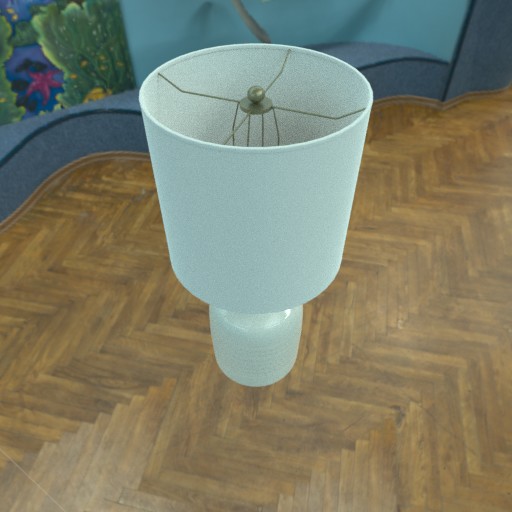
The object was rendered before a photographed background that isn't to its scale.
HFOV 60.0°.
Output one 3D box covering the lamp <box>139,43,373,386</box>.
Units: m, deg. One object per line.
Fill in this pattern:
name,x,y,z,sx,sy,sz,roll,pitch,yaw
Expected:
lamp,0.000,0.000,0.500,0.188,0.392,0.188,-23,50,-21
